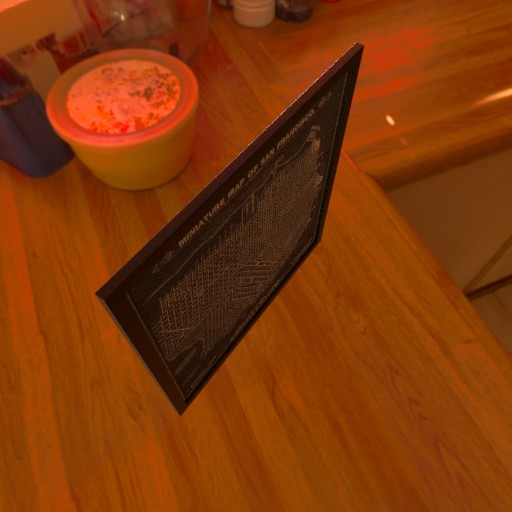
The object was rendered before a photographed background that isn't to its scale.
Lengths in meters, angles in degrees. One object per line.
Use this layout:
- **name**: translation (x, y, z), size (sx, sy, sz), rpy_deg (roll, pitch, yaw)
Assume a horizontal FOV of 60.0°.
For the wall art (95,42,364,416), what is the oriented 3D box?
- **wall art**: translation (0.000, 0.000, 0.676), size (0.012, 0.458, 0.457), rpy_deg (32, 64, 18)
